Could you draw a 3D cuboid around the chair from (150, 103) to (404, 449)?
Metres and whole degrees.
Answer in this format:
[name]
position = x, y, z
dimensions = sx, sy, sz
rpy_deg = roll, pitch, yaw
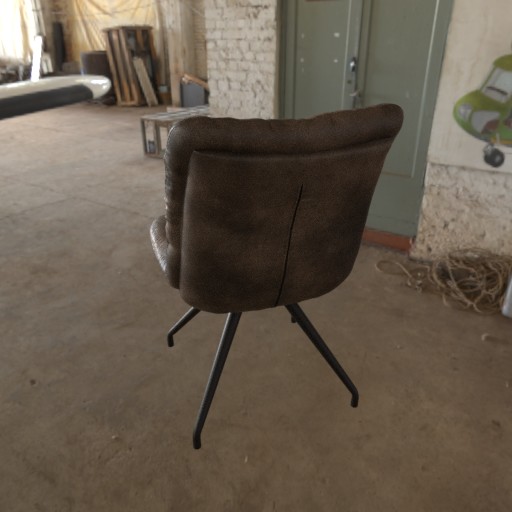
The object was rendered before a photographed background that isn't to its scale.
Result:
[chair]
position = 0.000, 0.000, 1.260
dimensions = 0.549, 0.870, 0.622
rpy_deg = -8, 27, -17
